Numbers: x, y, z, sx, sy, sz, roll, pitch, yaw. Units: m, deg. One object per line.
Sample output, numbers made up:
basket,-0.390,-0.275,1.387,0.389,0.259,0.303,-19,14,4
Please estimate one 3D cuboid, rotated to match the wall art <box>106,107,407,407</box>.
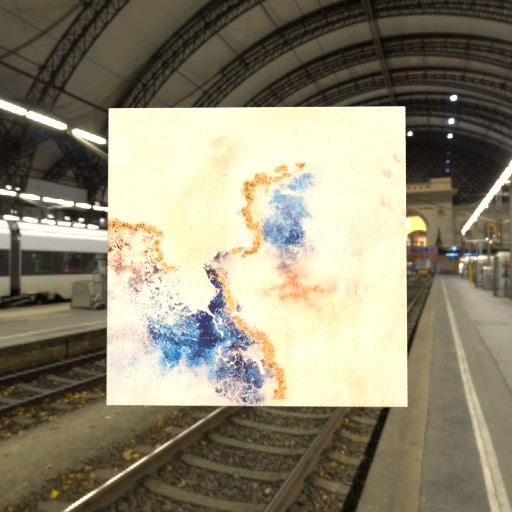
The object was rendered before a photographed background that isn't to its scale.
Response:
wall art,0.000,0.000,1.336,0.889,0.889,0.038,0,-1,1
